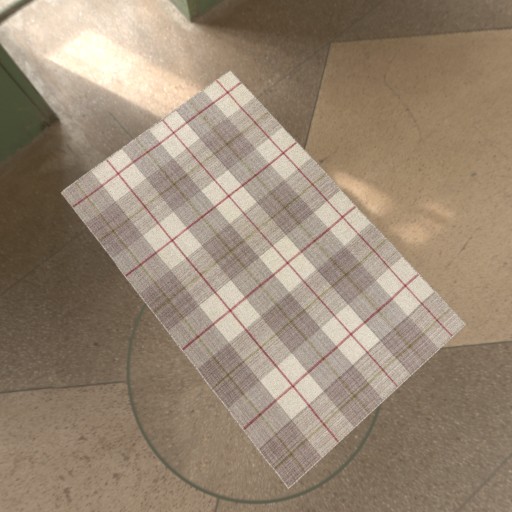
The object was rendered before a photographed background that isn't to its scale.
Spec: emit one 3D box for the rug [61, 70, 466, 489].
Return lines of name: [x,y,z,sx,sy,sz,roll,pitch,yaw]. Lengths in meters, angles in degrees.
rug: [0.000,0.000,2.999,1.549,0.010,2.464,-39,80,-9]
